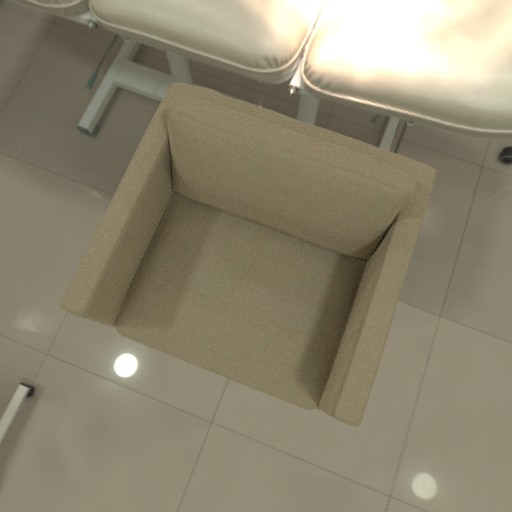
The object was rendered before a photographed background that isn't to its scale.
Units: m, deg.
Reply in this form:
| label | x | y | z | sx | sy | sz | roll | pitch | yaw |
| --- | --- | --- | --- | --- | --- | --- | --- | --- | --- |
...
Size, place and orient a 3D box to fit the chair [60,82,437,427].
| label | x | y | z | sx | sy | sz | roll | pitch | yaw |
| --- | --- | --- | --- | --- | --- | --- | --- | --- | --- |
| chair | 0.000 | 0.000 | 1.748 | 1.057 | 0.863 | 0.949 | 20 | 76 | 5 |
